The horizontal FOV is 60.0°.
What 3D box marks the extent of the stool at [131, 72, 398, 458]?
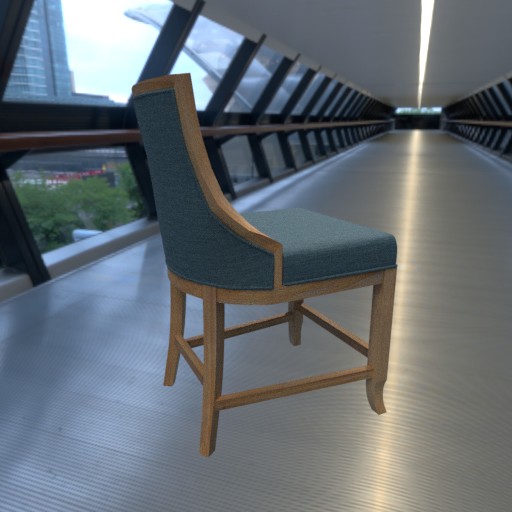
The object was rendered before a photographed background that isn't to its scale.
[{"bbox_3d":[0.000,0.000,1.308,0.626,0.938,0.524,-8,18,-25],"label":"stool"}]
